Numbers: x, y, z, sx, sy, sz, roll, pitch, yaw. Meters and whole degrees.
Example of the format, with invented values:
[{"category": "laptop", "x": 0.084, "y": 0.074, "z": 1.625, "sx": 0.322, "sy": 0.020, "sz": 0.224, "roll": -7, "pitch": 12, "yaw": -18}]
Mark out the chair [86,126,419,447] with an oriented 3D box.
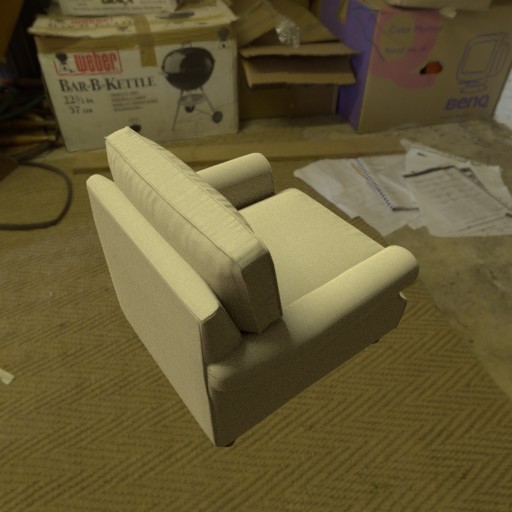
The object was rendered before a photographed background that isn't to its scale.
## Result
[{"category": "chair", "x": 0.000, "y": 0.000, "z": 1.770, "sx": 0.966, "sy": 0.967, "sz": 1.029, "roll": -26, "pitch": 48, "yaw": -26}]
